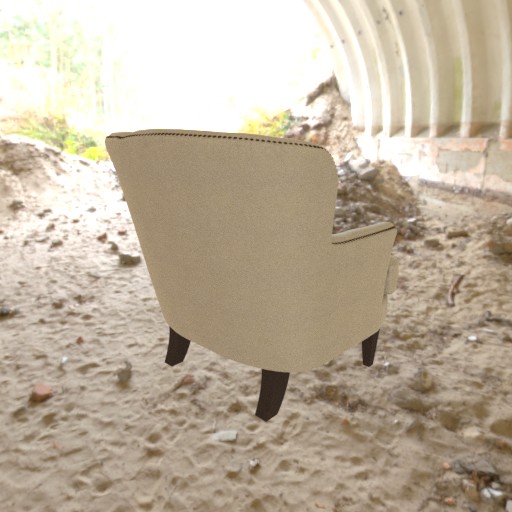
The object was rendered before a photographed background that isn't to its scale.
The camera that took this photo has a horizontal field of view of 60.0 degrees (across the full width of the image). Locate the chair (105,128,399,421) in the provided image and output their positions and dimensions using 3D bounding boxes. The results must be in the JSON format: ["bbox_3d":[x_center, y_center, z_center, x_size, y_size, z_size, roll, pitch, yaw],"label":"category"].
[{"bbox_3d":[0.000,0.000,1.589,0.848,0.868,0.906,14,21,42],"label":"chair"}]
